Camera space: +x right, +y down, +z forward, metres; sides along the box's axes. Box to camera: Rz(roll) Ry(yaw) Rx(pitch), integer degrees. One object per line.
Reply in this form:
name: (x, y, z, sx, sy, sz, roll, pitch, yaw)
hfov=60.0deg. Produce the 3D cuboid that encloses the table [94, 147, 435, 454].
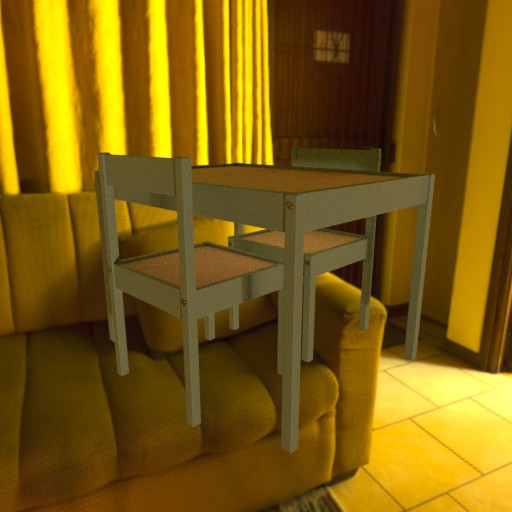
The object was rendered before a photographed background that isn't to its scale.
table: (0.000, 0.000, 1.086, 0.639, 0.503, 0.633, 14, 21, 43)
